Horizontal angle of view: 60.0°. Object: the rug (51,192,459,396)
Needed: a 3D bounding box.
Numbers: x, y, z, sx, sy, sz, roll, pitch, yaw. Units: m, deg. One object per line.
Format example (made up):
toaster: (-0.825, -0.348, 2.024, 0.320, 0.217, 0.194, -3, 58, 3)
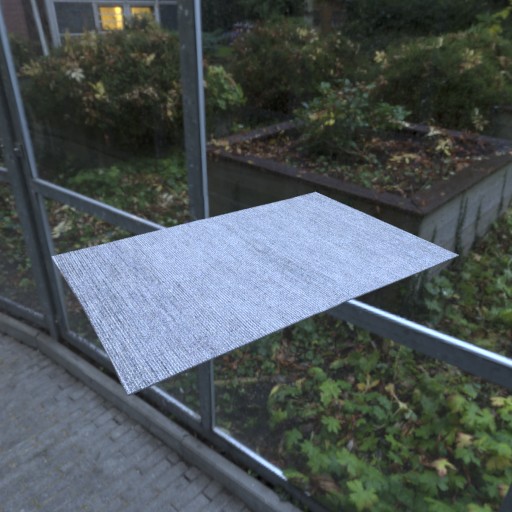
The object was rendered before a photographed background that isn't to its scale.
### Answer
rug: (0.000, 0.000, 2.308, 1.789, 0.021, 1.159, -17, 32, -29)
